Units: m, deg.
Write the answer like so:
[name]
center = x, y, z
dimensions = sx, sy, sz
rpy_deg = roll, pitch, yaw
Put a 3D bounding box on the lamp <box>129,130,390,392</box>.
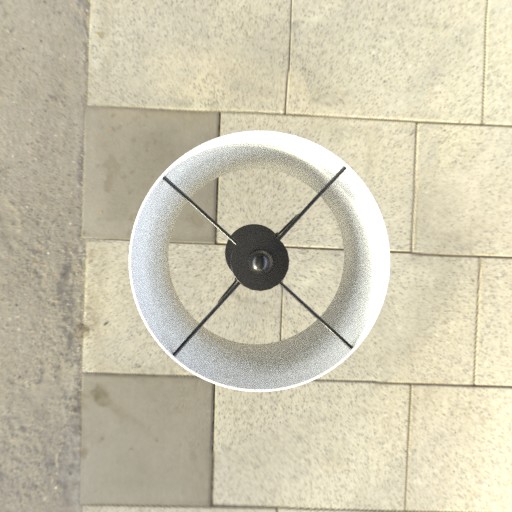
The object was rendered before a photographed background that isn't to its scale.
[lamp]
center = 0.000, 0.000, 0.811
dimensions = 0.305, 0.640, 0.305
rpy_deg = 0, 91, -1
